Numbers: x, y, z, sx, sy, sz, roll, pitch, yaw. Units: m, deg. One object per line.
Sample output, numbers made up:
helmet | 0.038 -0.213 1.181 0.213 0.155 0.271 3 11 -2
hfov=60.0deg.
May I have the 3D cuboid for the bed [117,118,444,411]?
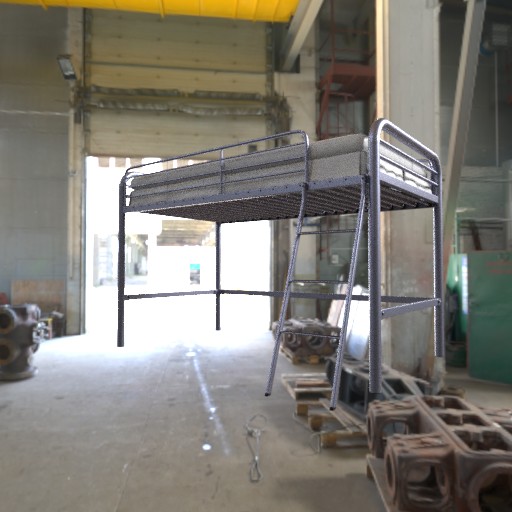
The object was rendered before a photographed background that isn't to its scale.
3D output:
bed | 0.000 0.000 2.894 1.965 1.288 1.415 -1 -2 38
